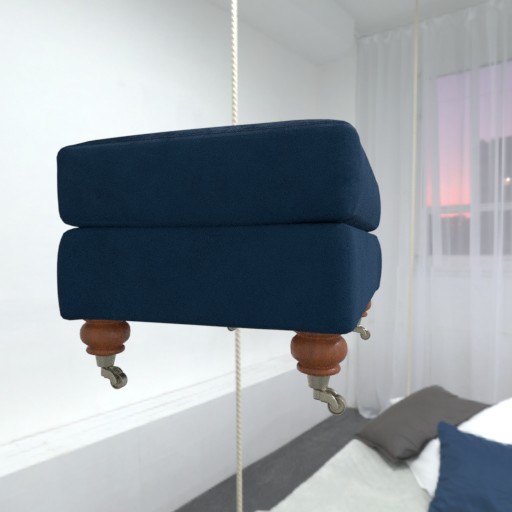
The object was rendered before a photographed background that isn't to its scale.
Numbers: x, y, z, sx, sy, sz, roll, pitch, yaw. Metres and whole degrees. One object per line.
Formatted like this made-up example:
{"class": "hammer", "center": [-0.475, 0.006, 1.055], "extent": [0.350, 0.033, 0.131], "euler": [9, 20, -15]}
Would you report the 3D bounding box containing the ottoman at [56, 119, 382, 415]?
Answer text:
{"class": "ottoman", "center": [0.000, 0.000, 1.094], "extent": [0.572, 0.503, 0.773], "euler": [0, 1, 18]}
